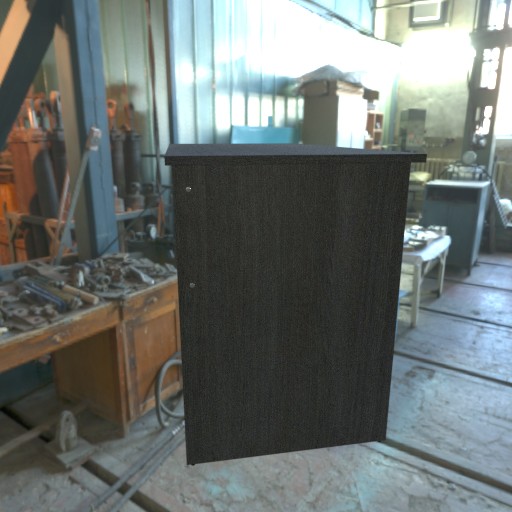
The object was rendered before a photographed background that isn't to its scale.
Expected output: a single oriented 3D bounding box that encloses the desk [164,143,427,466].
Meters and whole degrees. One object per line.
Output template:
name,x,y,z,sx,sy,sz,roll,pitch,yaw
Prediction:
desk,0.000,0.000,1.530,0.560,0.730,1.096,-3,16,-10
